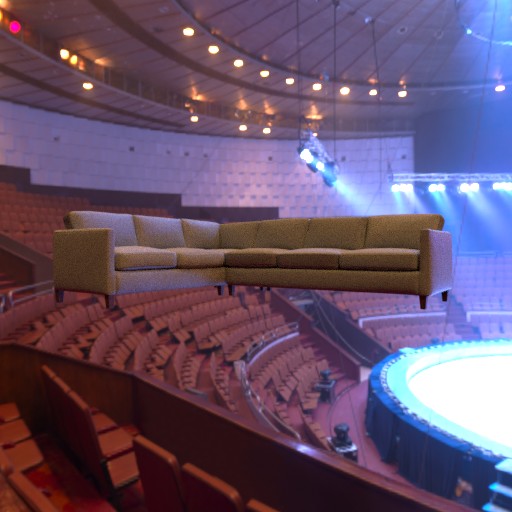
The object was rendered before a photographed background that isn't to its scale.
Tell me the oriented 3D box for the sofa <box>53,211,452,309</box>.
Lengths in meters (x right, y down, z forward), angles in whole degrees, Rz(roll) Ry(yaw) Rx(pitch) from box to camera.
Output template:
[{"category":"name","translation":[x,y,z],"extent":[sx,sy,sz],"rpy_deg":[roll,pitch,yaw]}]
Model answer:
[{"category":"sofa","translation":[0.000,0.000,4.562],"extent":[3.301,0.947,2.592],"rpy_deg":[0,0,36]}]
